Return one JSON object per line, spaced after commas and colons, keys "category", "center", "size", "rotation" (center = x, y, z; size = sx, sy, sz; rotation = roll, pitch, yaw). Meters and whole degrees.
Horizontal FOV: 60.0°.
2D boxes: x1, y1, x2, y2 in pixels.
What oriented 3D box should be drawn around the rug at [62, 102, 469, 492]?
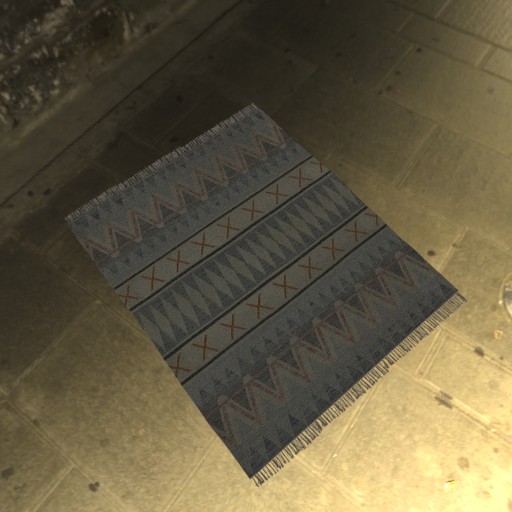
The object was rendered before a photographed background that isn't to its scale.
{"category": "rug", "center": [0.000, 0.000, 4.035], "size": [2.371, 0.012, 3.000], "rotation": [-36, 69, -16]}
